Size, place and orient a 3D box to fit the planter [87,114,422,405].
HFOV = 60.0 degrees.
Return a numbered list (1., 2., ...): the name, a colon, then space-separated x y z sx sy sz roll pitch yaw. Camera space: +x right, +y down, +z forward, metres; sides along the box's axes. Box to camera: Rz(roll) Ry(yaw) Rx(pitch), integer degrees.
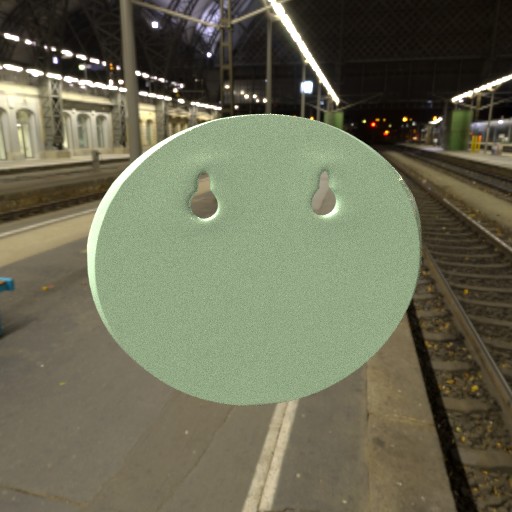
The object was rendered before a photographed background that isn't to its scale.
1. planter: 0.000 0.000 0.273 0.189 0.164 0.073 -2 15 -8
